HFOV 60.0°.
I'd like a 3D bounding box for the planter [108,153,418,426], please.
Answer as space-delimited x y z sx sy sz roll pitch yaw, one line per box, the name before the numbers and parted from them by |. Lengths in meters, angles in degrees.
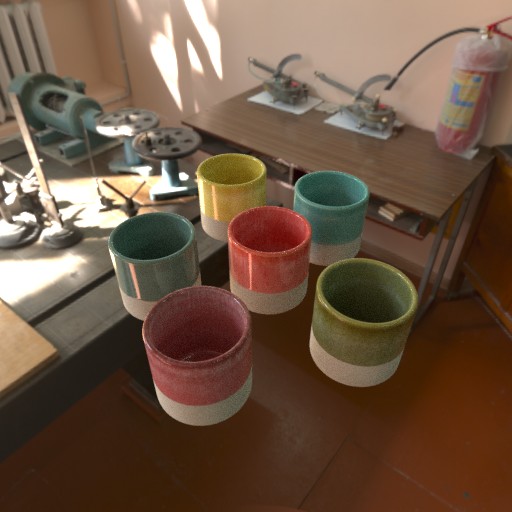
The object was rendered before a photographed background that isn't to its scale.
planter | 0.000 0.000 0.421 0.257 0.075 0.286 -11 40 -13
